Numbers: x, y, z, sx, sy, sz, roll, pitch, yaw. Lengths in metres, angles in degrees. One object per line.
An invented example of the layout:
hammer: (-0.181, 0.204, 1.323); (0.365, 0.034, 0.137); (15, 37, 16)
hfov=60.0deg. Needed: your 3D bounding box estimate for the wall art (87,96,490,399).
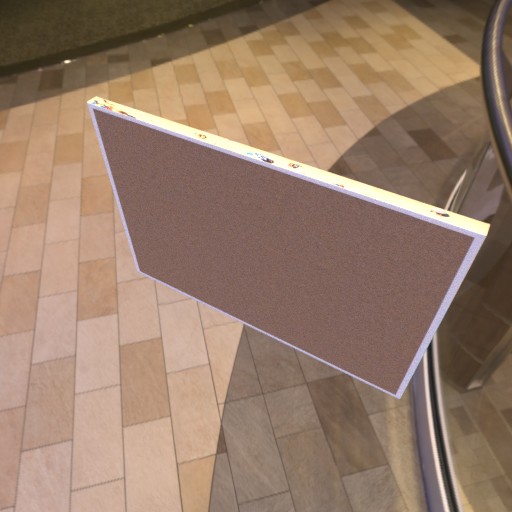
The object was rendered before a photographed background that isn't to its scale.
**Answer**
wall art: (0.000, 0.000, 1.411); (1.136, 0.769, 0.040); (23, 51, 20)
